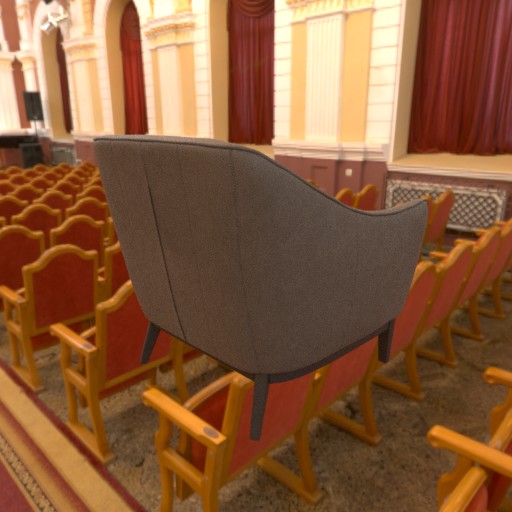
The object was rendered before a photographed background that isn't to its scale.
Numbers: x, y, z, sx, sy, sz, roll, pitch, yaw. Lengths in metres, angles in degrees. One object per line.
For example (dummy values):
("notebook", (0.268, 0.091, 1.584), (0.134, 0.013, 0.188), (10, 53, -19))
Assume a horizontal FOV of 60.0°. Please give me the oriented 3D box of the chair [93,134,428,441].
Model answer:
("chair", (0.000, 0.000, 1.549), (0.871, 0.830, 0.852), (16, 23, 42))
